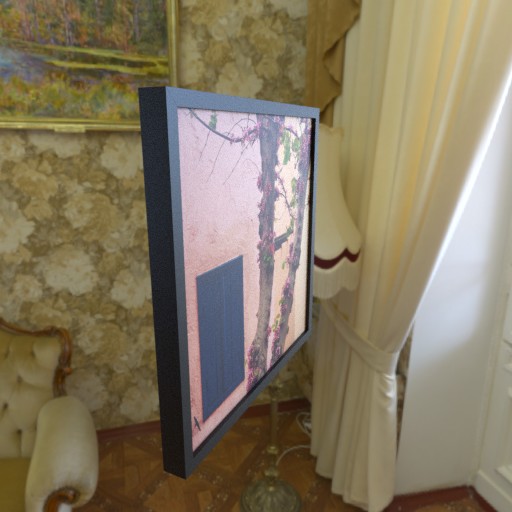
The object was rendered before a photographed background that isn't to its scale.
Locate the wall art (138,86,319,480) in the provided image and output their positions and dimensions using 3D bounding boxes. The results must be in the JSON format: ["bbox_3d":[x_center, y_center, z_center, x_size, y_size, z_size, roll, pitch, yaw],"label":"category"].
[{"bbox_3d":[0.000,0.000,0.768,0.038,0.508,0.508,8,17,25],"label":"wall art"}]
